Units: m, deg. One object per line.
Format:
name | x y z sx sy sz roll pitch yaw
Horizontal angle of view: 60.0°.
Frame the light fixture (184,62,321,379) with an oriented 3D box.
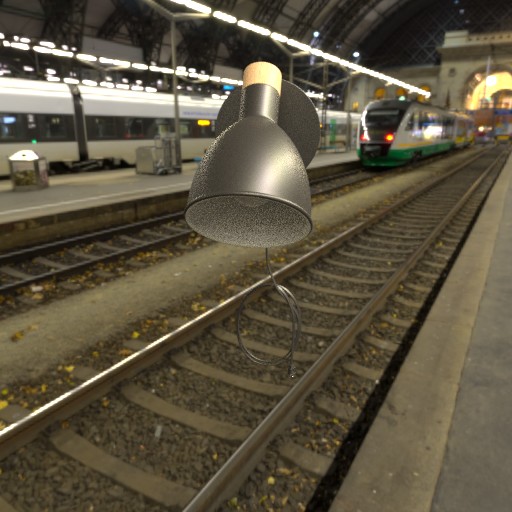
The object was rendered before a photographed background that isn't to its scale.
light fixture | 0.000 0.000 0.486 0.127 0.401 0.203 2 16 8
